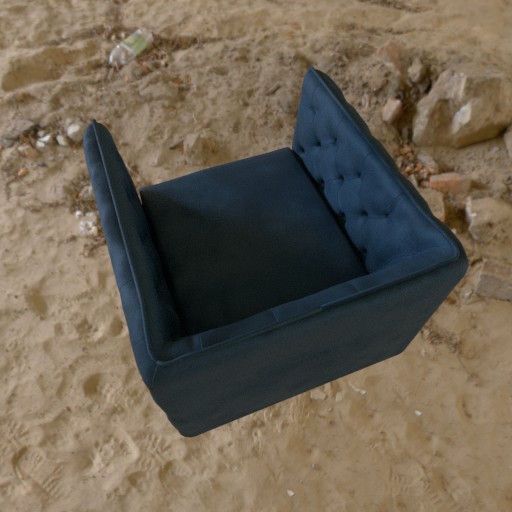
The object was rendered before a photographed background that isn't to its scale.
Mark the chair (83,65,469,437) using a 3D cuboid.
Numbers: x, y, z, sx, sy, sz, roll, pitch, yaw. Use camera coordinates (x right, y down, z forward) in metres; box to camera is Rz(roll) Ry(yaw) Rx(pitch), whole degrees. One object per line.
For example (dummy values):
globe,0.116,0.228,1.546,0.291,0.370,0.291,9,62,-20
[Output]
chair,0.000,0.000,1.523,0.868,0.771,0.877,-18,59,-11
